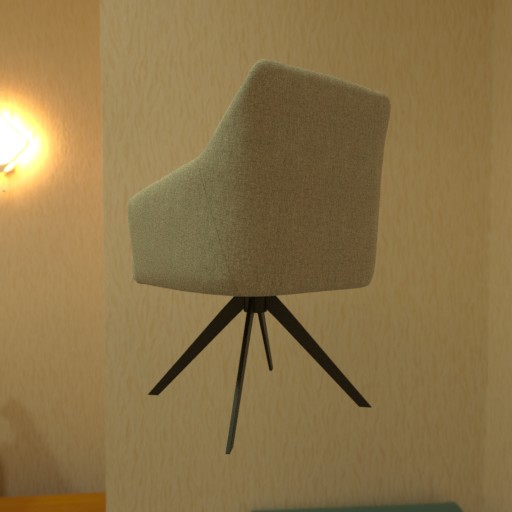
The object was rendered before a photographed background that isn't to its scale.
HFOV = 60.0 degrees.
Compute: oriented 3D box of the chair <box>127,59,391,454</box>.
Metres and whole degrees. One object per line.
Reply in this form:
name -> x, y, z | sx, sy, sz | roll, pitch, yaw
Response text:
chair -> 0.000, 0.000, 1.321 | 0.642, 0.874, 0.677 | -2, 3, -35
